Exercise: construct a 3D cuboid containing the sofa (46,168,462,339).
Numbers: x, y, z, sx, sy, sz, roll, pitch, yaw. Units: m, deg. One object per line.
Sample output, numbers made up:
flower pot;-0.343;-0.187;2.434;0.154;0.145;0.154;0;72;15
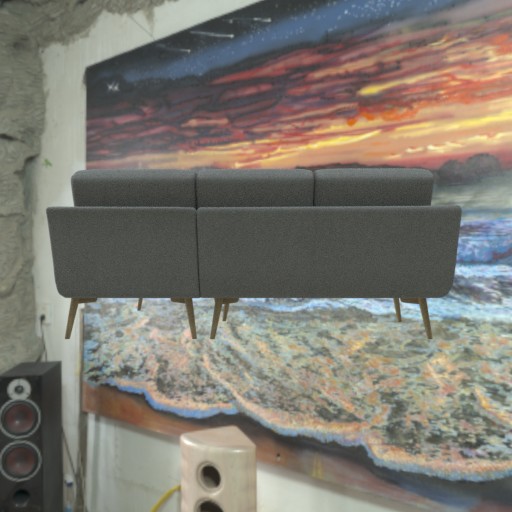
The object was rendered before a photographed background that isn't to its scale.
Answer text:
sofa;0.000;0.000;2.845;2.040;0.860;1.530;0;0;1
